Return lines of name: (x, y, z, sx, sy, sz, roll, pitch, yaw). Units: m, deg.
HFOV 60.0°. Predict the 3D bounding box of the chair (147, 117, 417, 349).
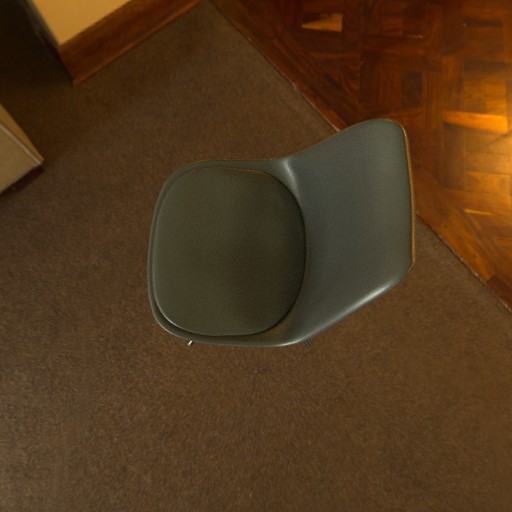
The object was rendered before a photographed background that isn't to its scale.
chair: (0.000, 0.000, 1.125, 0.525, 0.850, 0.461, 1, 75, 0)
